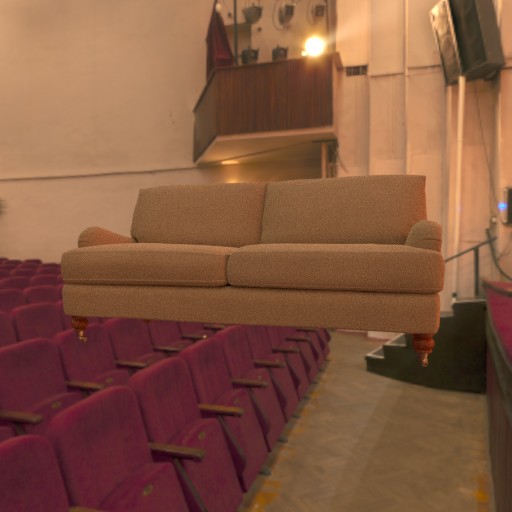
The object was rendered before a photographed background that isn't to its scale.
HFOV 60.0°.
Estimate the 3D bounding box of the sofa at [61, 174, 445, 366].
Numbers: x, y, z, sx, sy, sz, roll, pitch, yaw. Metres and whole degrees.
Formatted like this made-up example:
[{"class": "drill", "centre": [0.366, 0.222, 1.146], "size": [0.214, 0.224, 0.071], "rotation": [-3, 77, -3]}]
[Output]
[{"class": "sofa", "centre": [0.000, 0.000, 2.705], "size": [2.070, 0.997, 1.091], "rotation": [0, 1, 17]}]
